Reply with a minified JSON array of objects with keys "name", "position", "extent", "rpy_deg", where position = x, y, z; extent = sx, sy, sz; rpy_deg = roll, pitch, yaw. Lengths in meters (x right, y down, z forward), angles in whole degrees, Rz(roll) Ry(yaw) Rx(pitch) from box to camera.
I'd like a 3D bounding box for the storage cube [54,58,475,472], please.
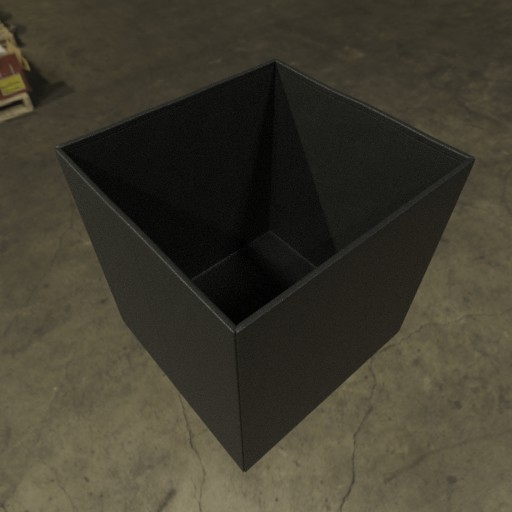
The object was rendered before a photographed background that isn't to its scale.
[{"name":"storage cube","position":[0.000,0.000,0.488],"extent":[0.270,0.280,0.270],"rpy_deg":[-33,56,-26]}]
